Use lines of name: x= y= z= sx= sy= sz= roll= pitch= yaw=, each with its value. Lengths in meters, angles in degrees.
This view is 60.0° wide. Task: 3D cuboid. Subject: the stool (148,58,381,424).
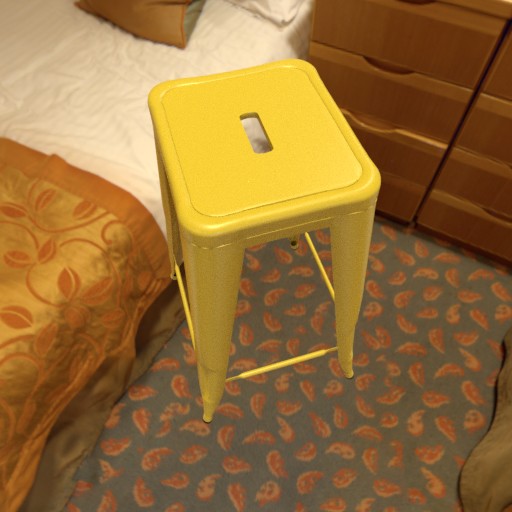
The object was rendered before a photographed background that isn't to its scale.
stool: x=0.000 y=0.000 z=0.842 sx=0.359 sy=0.609 sz=0.399 roll=-15 pitch=58 yaw=-9
